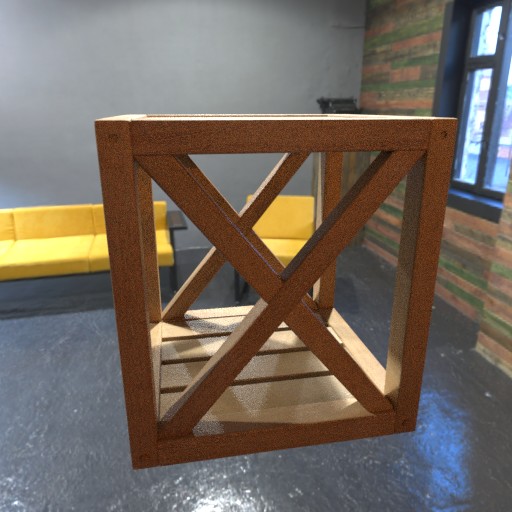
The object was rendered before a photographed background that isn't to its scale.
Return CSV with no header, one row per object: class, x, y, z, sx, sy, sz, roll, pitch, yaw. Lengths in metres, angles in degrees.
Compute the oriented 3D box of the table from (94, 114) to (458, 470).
table,0.000,0.000,1.010,0.559,0.610,0.558,-3,19,-10
